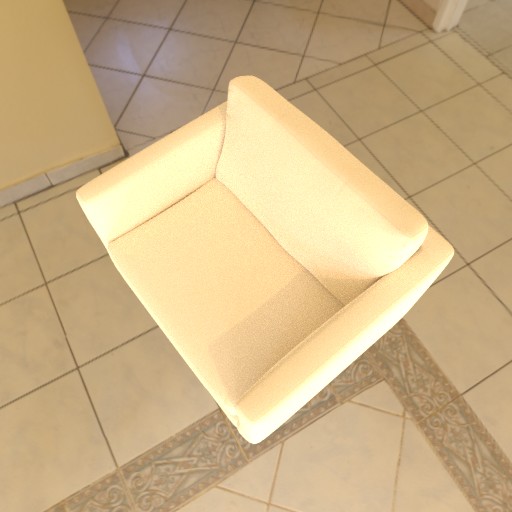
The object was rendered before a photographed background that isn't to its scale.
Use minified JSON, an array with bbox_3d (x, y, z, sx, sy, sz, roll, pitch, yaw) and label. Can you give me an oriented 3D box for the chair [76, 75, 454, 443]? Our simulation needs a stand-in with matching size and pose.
[{"bbox_3d":[0.000,0.000,1.690,0.878,0.885,1.019,-36,68,-17],"label":"chair"}]
